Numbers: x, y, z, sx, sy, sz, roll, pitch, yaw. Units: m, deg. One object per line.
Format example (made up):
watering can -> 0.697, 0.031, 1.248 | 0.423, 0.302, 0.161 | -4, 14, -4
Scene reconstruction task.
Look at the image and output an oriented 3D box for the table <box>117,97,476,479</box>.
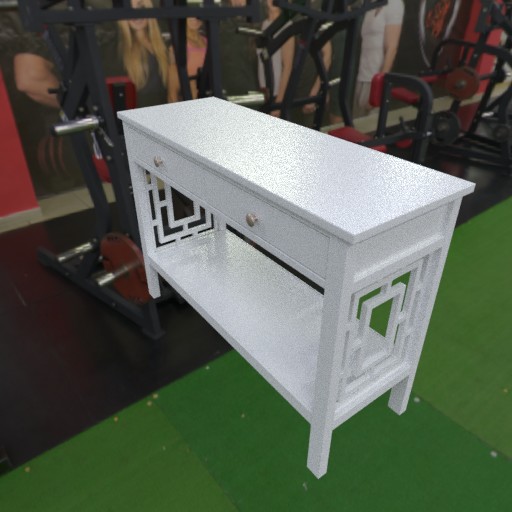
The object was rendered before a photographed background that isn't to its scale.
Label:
table -> 0.000, 0.000, 1.425 | 0.397, 0.753, 1.068 | -22, 38, -31
